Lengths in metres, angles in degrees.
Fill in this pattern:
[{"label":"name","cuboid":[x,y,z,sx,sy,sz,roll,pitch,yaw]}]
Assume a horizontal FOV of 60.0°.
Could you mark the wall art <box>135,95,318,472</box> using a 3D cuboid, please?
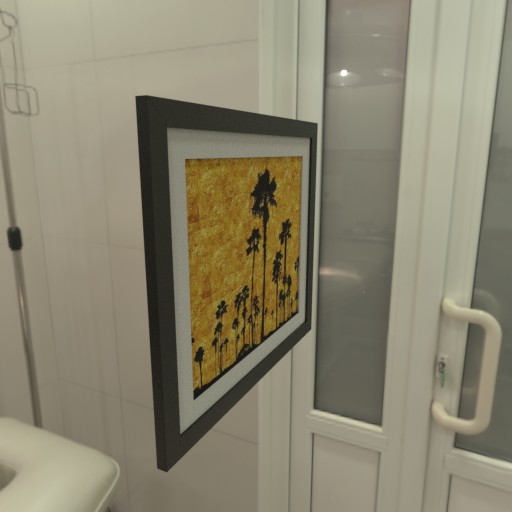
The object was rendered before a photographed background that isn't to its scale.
[{"label":"wall art","cuboid":[0.000,0.000,0.541,0.012,0.332,0.383,7,15,26]}]
